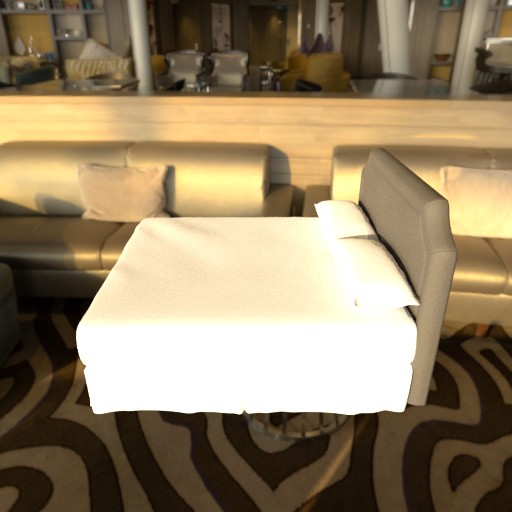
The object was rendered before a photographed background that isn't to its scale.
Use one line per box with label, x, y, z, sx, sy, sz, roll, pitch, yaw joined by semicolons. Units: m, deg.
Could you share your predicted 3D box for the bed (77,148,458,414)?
bed;0.000;0.000;3.908;2.536;1.561;2.194;0;26;0
